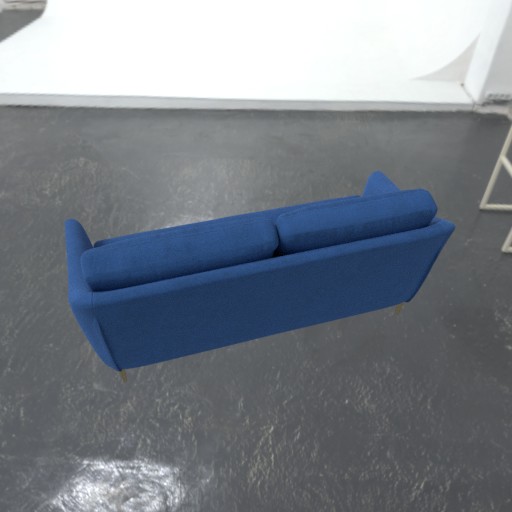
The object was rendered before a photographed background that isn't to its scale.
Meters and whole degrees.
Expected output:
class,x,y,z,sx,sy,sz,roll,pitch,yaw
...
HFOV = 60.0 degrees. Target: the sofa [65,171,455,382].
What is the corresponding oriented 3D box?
class,x,y,z,sx,sy,sz,roll,pitch,yaw
sofa,0.000,0.000,2.547,2.036,0.903,0.960,-11,42,-13
